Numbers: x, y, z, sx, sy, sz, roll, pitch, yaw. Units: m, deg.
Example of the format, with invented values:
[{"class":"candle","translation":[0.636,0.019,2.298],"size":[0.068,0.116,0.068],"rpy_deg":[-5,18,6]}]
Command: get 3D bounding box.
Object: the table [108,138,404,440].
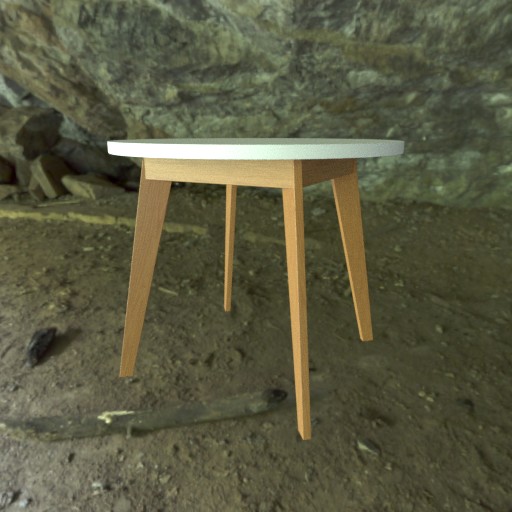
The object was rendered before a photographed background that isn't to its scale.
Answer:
[{"class":"table","translation":[0.000,0.000,1.508],"size":[0.896,0.762,0.896],"rpy_deg":[0,16,0]}]
